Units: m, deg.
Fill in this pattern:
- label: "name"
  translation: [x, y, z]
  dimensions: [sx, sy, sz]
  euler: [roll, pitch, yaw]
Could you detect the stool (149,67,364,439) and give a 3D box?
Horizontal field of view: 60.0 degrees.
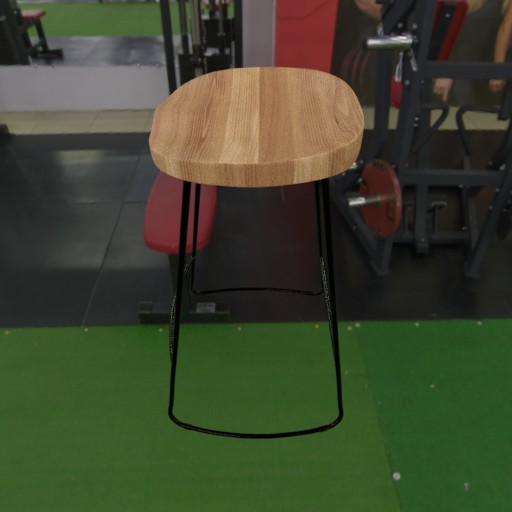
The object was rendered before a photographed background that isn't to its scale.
- label: "stool"
  translation: [0.000, 0.000, 0.959]
  dimensions: [0.401, 0.679, 0.480]
  euler: [0, 41, 1]
